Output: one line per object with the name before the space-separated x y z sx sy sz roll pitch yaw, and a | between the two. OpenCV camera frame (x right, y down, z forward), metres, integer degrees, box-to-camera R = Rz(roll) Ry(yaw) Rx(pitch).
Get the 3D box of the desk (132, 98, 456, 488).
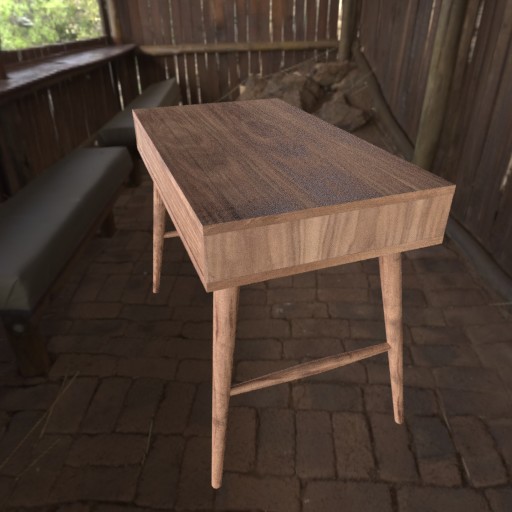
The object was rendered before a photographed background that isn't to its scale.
desk | 0.000 0.000 1.414 0.588 0.758 0.949 -11 32 -18
